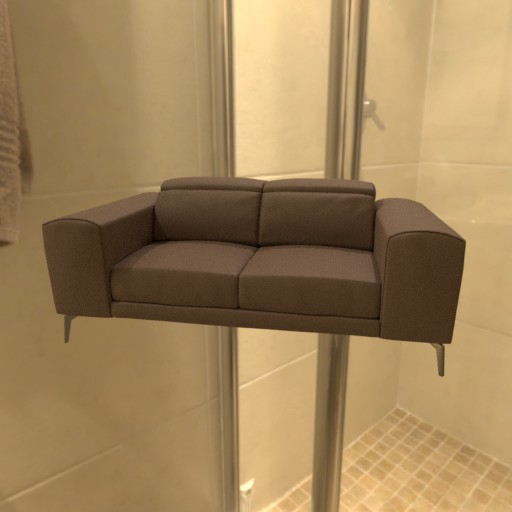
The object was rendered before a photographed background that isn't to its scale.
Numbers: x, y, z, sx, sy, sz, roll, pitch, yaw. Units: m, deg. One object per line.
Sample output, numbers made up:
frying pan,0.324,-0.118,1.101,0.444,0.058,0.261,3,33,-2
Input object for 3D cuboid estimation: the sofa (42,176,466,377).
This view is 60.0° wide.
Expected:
sofa,0.000,0.000,2.425,1.895,0.779,1.003,3,15,10
